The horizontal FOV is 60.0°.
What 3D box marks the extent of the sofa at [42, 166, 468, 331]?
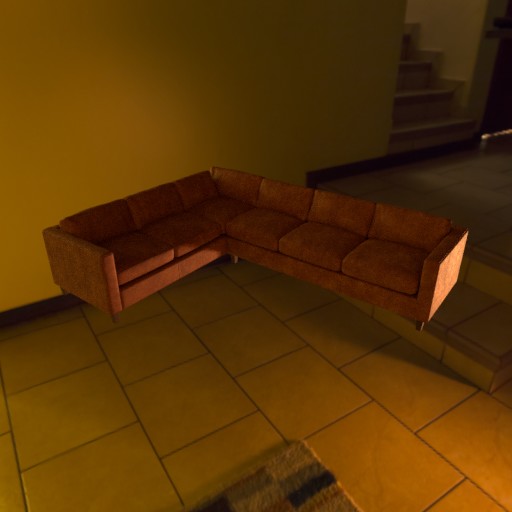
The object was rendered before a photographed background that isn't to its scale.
[{"bbox_3d":[0.000,0.000,4.237,3.150,0.838,2.438,19,33,33],"label":"sofa"}]
